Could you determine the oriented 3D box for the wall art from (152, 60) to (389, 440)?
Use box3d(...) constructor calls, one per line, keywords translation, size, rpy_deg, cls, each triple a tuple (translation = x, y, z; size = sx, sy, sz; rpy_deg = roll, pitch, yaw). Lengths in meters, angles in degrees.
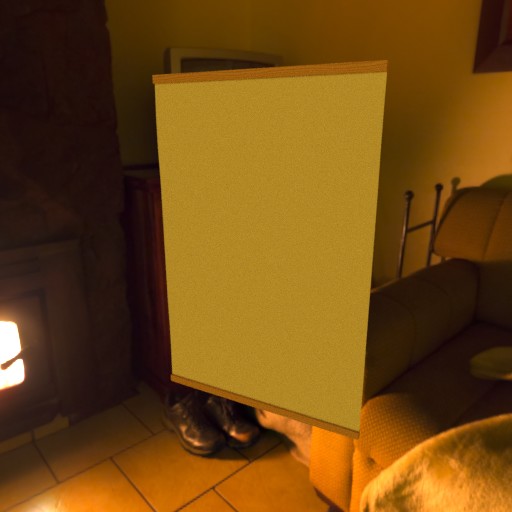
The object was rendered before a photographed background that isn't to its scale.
box3d(translation=(0.000, 0.000, 1.944), size=(1.011, 1.521, 0.025), rpy_deg=(8, 18, 26), cls="wall art")
